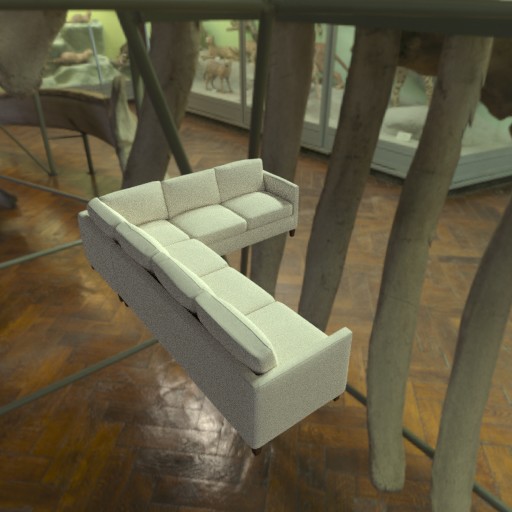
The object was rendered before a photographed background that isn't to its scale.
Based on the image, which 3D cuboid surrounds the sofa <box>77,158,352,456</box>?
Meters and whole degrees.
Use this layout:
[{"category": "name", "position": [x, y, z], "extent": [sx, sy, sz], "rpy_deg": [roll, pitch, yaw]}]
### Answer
[{"category": "sofa", "position": [0.000, 0.000, 4.632], "extent": [2.593, 0.947, 3.302], "rpy_deg": [-21, 36, -32]}]
